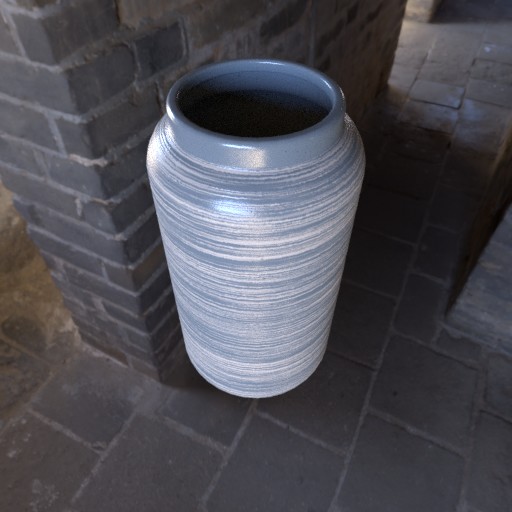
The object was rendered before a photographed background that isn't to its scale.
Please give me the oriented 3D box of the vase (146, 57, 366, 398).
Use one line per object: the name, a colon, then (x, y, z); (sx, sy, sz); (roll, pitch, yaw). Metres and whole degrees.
vase: (0.000, 0.000, 0.298); (0.116, 0.230, 0.116); (0, 47, 0)
